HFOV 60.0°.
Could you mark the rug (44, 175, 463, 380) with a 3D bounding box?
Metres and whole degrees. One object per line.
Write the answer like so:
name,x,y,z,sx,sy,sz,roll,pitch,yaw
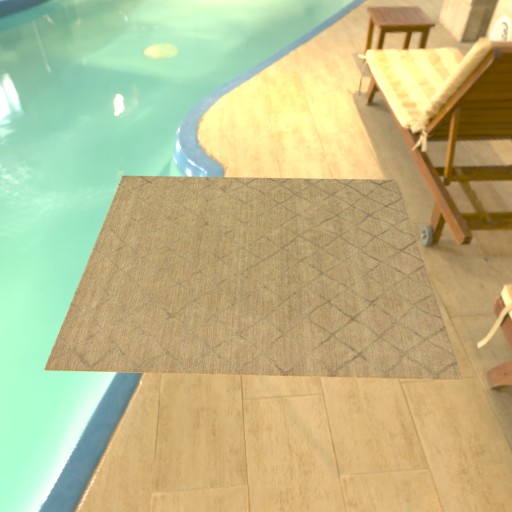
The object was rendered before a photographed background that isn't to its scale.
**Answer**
rug,0.000,0.000,4.059,3.038,0.019,2.420,1,46,1
